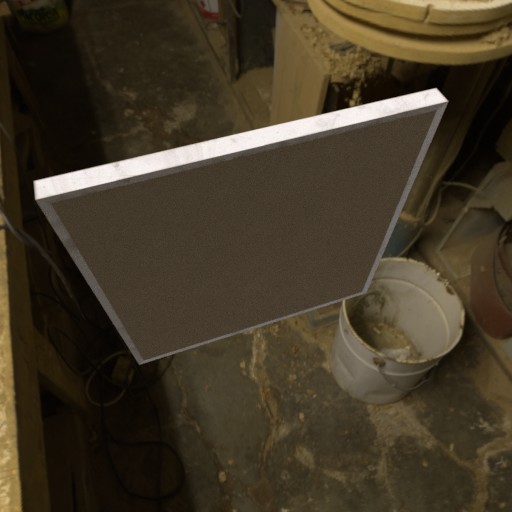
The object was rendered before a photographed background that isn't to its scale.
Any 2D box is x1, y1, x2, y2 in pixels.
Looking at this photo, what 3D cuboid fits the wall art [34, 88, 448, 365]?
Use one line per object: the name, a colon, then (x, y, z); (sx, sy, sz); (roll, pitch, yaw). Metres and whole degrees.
wall art: (0.000, 0.000, 0.737); (0.508, 0.506, 0.029); (-16, 58, -10)
